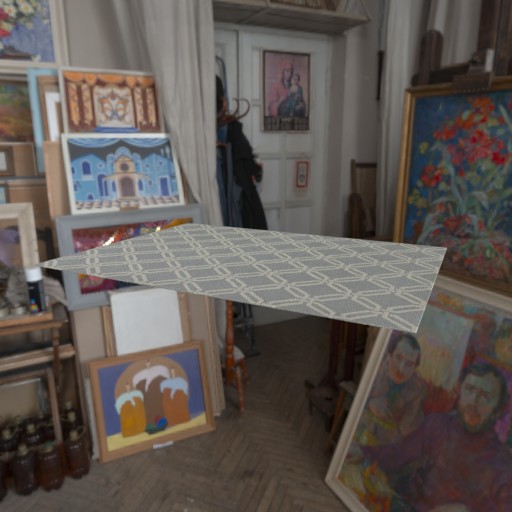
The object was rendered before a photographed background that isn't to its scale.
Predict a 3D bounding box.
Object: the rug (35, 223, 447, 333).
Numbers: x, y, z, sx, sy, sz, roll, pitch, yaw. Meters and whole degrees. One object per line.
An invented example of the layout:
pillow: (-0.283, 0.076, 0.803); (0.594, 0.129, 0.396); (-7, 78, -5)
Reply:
rug: (0.000, 0.000, 4.421); (3.353, 0.013, 2.438); (7, 16, 26)
